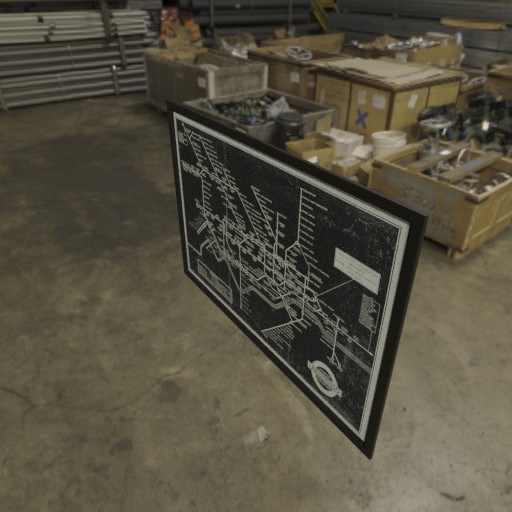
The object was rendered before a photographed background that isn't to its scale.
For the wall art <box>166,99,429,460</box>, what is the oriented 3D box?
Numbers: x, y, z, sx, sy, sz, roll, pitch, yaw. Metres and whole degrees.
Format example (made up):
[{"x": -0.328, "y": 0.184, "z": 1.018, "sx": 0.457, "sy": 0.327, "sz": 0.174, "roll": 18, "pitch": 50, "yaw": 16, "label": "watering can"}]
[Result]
[{"x": 0.000, "y": 0.000, "z": 1.511, "sx": 0.013, "sy": 0.811, "sz": 1.192, "roll": -21, "pitch": 38, "yaw": -29, "label": "wall art"}]
